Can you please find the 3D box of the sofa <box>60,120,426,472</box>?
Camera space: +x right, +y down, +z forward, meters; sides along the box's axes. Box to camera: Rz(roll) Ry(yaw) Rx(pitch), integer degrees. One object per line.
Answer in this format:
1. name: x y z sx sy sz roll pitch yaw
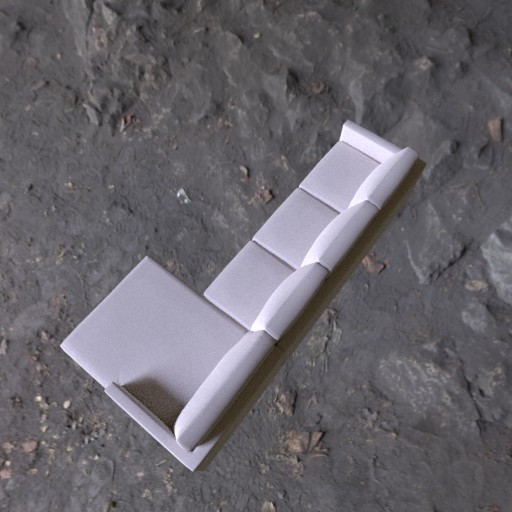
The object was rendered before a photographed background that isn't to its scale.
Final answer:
1. sofa: 0.000 0.000 4.189 1.599 0.954 3.471 35 69 16
